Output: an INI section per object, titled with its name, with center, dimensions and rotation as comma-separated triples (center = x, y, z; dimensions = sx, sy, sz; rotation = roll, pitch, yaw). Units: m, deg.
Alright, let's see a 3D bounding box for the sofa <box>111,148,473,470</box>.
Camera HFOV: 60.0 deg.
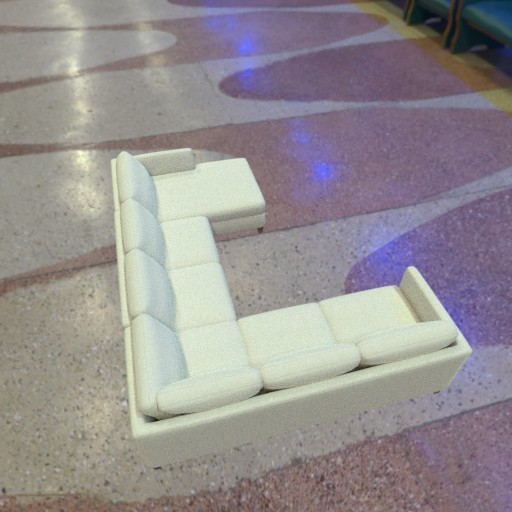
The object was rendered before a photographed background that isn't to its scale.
[sofa]
center = 0.000, 0.000, 4.319
dimensions = 2.551, 0.853, 3.238
rotation = -11, 48, -10
